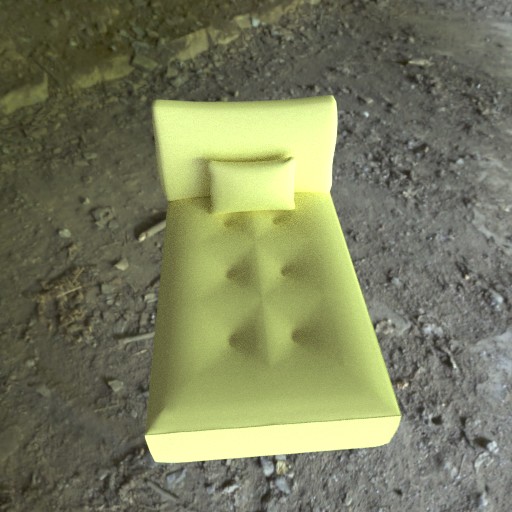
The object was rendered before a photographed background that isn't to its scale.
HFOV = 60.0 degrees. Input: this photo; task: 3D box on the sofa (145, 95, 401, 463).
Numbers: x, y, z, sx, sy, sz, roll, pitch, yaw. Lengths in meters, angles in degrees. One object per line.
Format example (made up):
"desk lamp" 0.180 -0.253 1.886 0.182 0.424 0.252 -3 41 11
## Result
"sofa" 0.000 0.000 1.964 0.930 0.820 1.450 -3 45 -3
